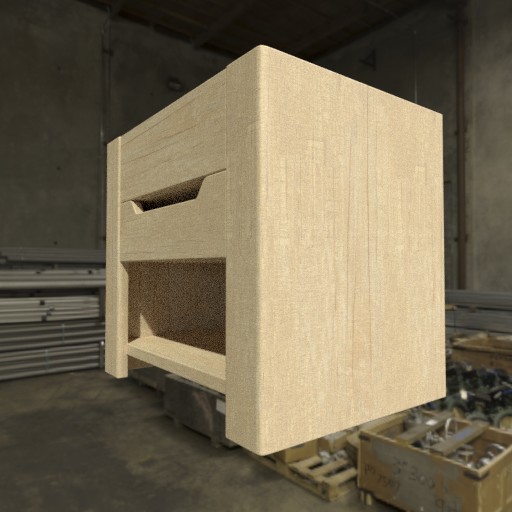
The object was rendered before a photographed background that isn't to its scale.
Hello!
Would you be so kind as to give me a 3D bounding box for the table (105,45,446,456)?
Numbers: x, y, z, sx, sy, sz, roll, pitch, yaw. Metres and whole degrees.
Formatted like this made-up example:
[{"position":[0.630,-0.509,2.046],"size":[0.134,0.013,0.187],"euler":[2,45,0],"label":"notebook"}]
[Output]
[{"position":[0.000,0.000,0.898],"size":[0.420,0.510,0.570],"euler":[1,-2,-37],"label":"table"}]
